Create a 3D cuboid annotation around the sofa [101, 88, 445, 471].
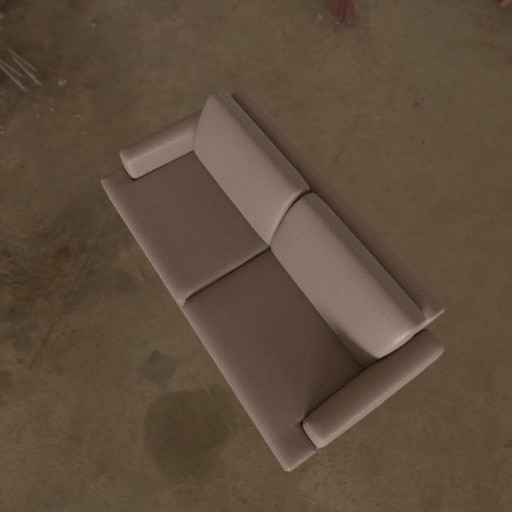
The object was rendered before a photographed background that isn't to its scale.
[{"bbox_3d":[0.000,0.000,2.421,0.974,0.765,1.940,-32,68,-14],"label":"sofa"}]
